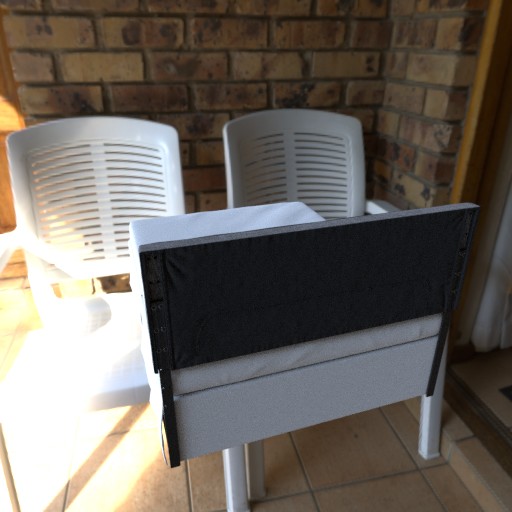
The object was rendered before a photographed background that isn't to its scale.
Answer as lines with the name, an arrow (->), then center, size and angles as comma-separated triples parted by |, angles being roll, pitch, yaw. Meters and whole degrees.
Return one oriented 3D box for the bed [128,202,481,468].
bed -> 0.000, 0.000, 2.944 | 1.621, 1.168, 1.958 | -8, 27, -17
